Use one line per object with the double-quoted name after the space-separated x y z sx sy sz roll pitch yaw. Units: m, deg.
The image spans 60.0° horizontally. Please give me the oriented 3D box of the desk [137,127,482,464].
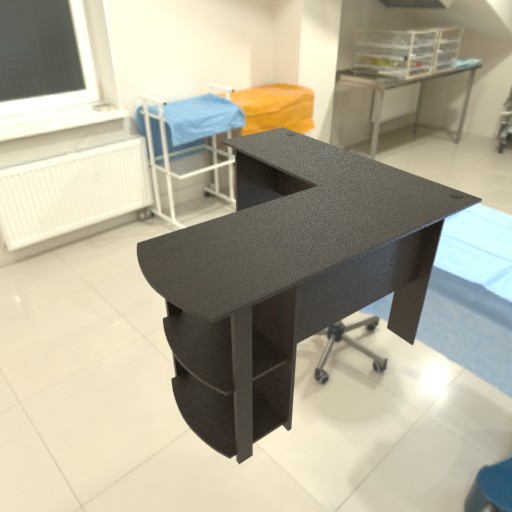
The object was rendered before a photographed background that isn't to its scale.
0.000 0.000 2.123 1.361 0.716 1.303 -21 38 -30 "desk"
